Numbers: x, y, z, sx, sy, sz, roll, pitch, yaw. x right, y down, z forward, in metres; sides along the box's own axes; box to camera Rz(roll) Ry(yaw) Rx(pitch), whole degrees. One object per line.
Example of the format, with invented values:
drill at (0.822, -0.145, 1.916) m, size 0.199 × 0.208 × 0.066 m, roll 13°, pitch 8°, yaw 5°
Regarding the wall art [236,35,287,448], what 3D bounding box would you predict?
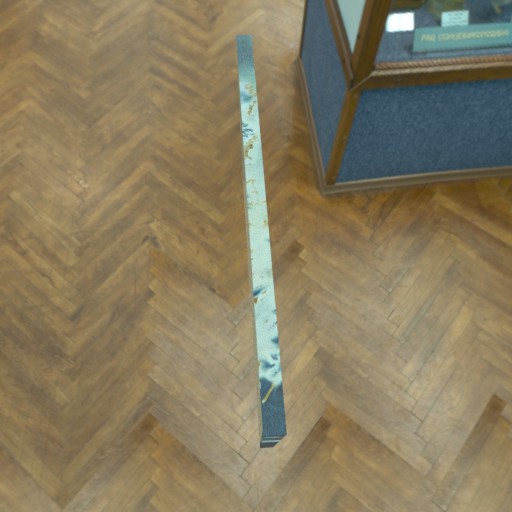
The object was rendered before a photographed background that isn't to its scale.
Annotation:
wall art at (0.000, 0.000, 1.168) m, size 0.038 × 0.608 × 0.912 m, roll -3°, pitch 65°, yaw -2°
